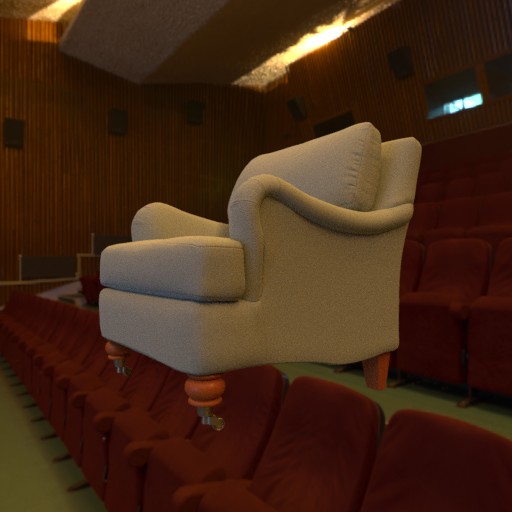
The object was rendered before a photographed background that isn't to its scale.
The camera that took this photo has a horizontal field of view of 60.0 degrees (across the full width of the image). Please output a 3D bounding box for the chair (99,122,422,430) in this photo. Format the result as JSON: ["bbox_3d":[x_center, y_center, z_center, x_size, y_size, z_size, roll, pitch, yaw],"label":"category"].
[{"bbox_3d":[0.000,0.000,1.853,1.070,1.038,0.955,0,-1,-36],"label":"chair"}]
